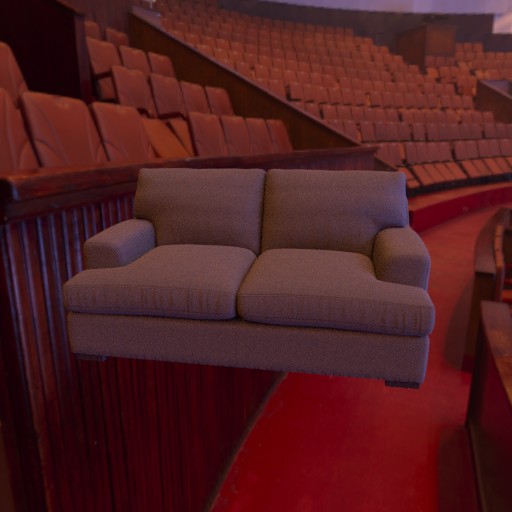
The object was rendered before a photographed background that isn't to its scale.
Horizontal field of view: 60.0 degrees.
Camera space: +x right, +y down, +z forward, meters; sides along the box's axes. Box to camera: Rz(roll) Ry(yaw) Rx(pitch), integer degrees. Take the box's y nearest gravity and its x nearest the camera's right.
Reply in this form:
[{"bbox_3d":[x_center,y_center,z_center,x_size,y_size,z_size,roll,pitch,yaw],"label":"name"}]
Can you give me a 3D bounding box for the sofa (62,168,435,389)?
[{"bbox_3d":[0.000,0.000,2.597,1.869,0.950,1.140,3,15,9],"label":"sofa"}]
